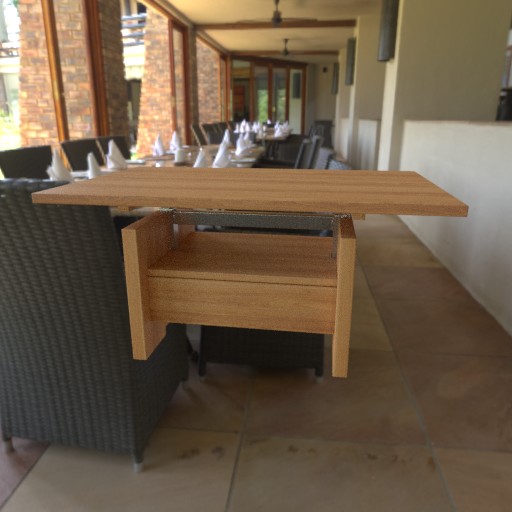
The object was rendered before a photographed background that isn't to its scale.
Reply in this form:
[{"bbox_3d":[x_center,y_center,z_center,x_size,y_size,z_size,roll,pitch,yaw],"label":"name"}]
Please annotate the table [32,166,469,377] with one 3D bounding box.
[{"bbox_3d":[0.000,0.000,1.503,1.100,0.510,0.700,3,18,9],"label":"table"}]
